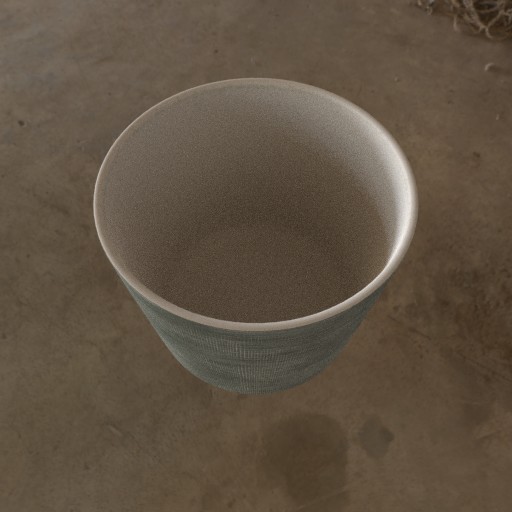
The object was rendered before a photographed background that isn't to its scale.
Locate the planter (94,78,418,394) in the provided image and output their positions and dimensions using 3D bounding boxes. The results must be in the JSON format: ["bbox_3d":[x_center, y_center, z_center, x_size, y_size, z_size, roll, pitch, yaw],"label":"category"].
[{"bbox_3d":[0.000,0.000,0.778,0.440,0.398,0.440,0,59,0],"label":"planter"}]
